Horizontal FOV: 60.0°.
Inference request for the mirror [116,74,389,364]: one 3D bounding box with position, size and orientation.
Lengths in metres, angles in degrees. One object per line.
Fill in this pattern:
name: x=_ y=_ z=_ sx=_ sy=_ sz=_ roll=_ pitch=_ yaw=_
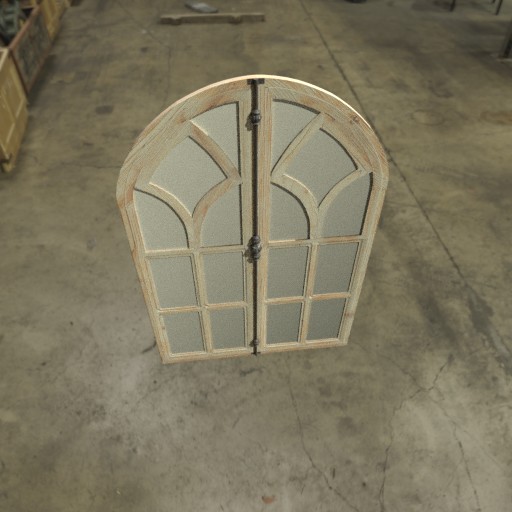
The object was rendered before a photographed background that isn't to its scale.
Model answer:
mirror: x=0.000 y=0.000 z=1.129 sx=0.609 sy=0.915 sz=0.032 roll=-5 pitch=45 yaw=-5
